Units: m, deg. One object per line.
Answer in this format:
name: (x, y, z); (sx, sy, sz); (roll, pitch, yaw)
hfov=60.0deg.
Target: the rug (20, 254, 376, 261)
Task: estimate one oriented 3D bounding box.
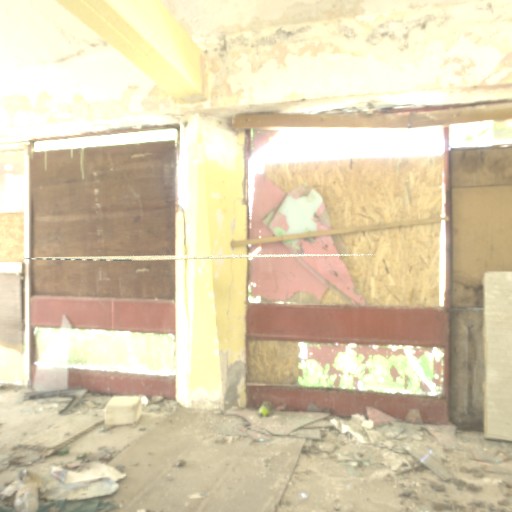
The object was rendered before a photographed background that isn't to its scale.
rug: (0.000, 0.000, 2.519); (0.620, 0.008, 2.372); (0, 1, 35)
